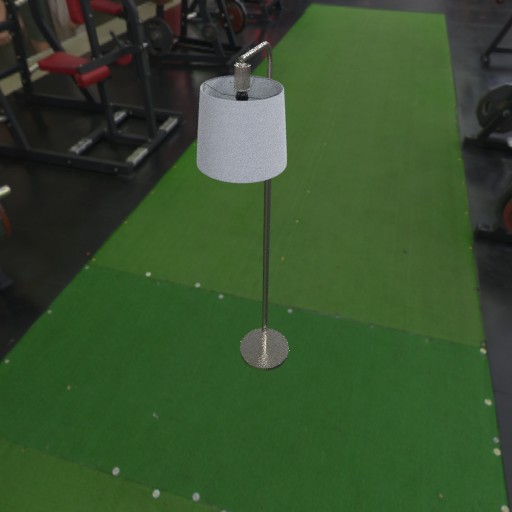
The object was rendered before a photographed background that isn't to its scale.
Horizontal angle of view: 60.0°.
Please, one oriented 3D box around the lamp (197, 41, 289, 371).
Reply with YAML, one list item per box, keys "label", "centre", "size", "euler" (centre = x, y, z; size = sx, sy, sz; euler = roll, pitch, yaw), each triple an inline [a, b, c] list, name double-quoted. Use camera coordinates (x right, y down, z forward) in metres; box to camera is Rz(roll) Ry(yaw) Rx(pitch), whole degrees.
- label: "lamp"
  centre: [0.000, 0.000, 1.649]
  size: [0.254, 1.478, 0.508]
  euler: [12, 43, 14]
